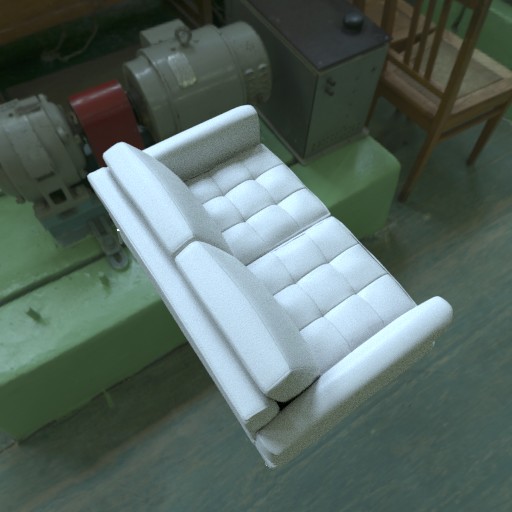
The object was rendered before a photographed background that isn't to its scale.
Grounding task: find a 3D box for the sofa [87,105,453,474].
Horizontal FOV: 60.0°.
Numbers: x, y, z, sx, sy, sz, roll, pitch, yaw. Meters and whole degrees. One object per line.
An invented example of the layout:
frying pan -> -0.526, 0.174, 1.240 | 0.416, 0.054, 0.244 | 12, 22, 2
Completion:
sofa -> 0.000, 0.000, 2.406 | 1.121, 0.930, 1.819 | -30, 64, -17
